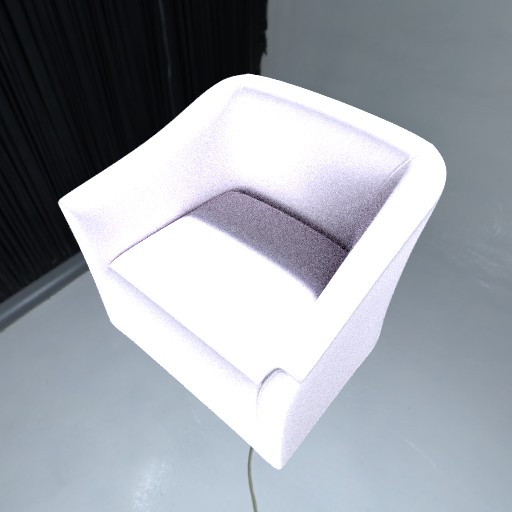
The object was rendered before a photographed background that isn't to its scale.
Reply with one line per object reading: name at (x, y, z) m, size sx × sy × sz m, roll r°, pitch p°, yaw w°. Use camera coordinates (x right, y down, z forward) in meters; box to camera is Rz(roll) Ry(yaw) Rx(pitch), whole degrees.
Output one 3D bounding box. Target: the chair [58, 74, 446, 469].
chair at (0.000, 0.000, 1.307) m, size 0.790 × 0.720 × 0.700 m, roll 32°, pitch 55°, yaw 27°
